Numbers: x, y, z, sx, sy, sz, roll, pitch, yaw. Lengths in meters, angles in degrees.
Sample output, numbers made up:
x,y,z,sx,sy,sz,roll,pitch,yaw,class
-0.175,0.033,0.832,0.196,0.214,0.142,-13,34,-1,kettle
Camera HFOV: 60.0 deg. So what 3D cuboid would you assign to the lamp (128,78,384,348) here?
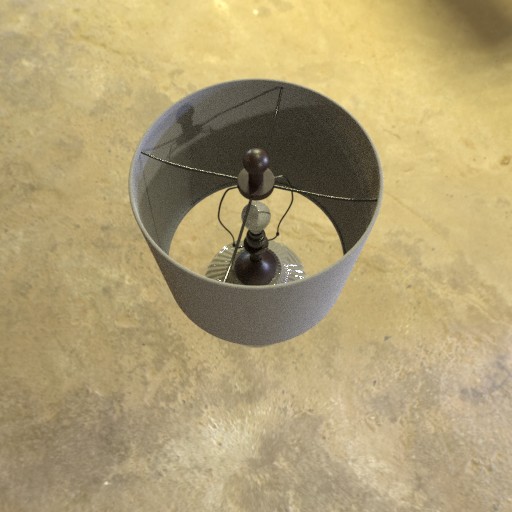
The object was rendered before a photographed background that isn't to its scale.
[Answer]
x,y,z,sx,sy,sz,roll,pitch,yaw,class
0.000,0.000,0.779,0.318,0.567,0.318,0,65,0,lamp
